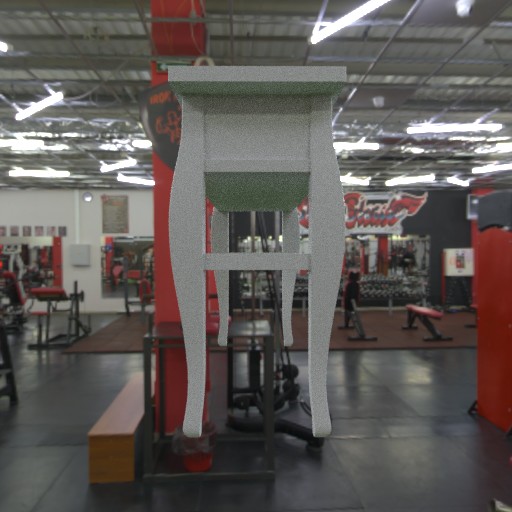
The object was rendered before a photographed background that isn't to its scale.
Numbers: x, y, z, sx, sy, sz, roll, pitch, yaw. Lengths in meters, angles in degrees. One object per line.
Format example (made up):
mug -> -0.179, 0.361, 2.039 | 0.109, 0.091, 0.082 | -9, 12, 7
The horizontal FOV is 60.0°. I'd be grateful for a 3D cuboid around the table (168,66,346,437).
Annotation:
table -> 0.000, 0.000, 1.419 | 0.373, 0.768, 1.062 | 0, 1, 0
